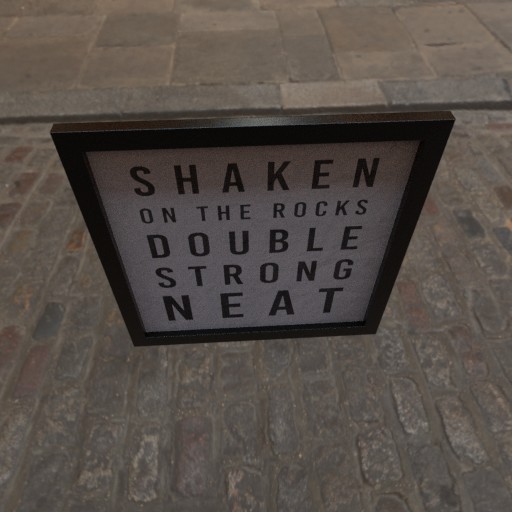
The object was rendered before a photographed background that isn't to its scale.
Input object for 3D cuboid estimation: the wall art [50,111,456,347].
[{"bbox_3d":[0.000,0.000,0.514,0.349,0.349,0.014,-3,48,-2],"label":"wall art"}]
